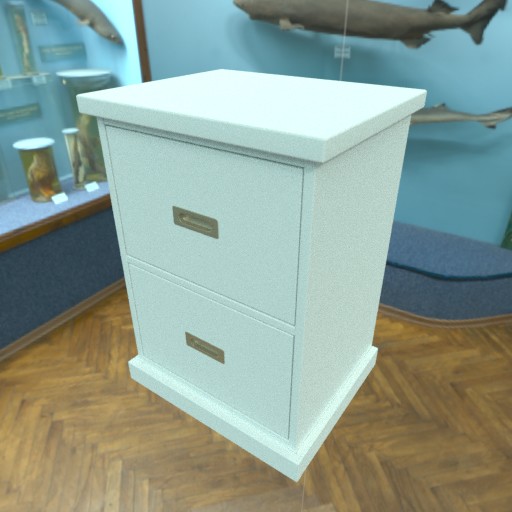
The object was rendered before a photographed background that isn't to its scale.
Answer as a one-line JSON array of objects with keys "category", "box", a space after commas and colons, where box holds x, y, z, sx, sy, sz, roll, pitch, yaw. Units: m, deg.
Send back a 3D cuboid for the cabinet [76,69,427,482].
[{"category": "cabinet", "box": [0.000, 0.000, 1.027, 0.520, 0.723, 0.431, 19, 35, 30]}]
